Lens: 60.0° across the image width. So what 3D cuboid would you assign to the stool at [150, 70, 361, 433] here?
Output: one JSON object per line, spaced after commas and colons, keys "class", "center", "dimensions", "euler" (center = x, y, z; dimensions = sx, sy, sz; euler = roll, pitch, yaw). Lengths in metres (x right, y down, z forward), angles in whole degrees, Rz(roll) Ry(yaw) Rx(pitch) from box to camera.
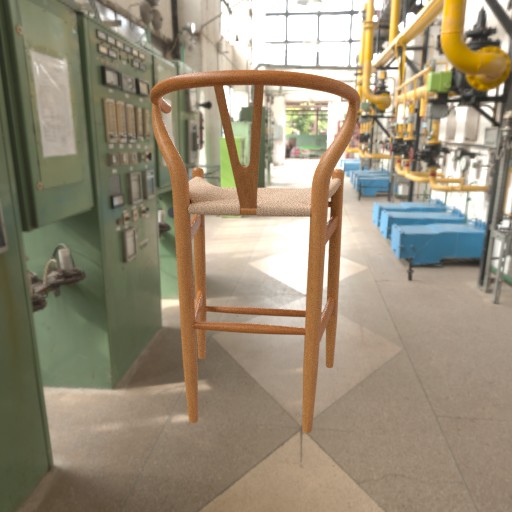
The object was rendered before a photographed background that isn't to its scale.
{"class": "stool", "center": [0.000, 0.000, 1.337], "dimensions": [0.569, 0.970, 0.579], "euler": [2, 15, 8]}
